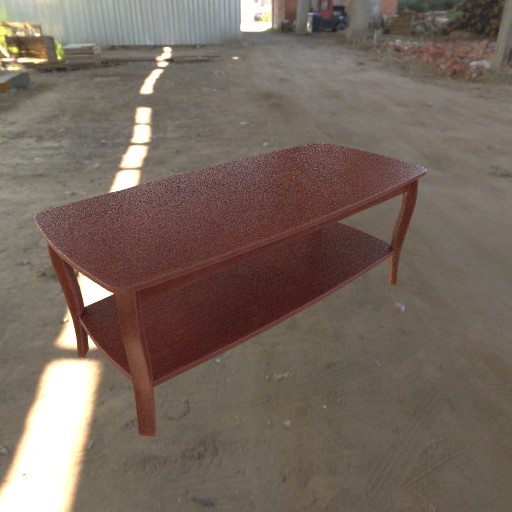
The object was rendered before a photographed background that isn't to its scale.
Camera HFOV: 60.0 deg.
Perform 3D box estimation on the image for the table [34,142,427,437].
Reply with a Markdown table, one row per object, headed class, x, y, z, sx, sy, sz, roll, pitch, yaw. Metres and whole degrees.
| class | x | y | z | sx | sy | sz | roll | pitch | yaw |
| --- | --- | --- | --- | --- | --- | --- | --- | --- | --- |
| table | 0.000 | 0.000 | 1.484 | 1.216 | 0.473 | 0.561 | -23 | 36 | -35 |
